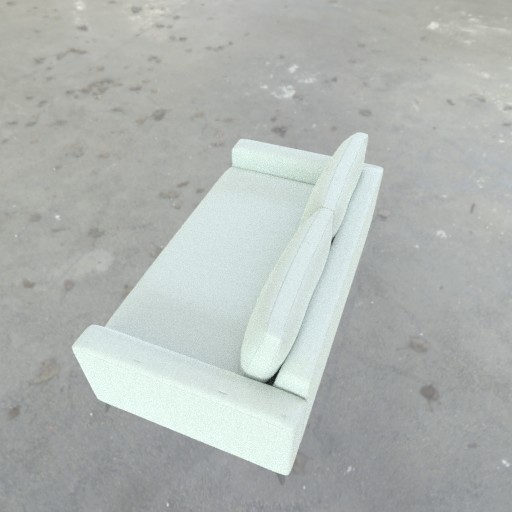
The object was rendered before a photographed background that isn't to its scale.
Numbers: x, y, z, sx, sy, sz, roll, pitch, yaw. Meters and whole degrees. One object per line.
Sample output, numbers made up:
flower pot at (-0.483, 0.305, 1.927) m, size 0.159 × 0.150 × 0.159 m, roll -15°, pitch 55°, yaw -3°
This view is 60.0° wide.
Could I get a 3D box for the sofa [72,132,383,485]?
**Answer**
sofa at (0.000, 0.000, 2.165) m, size 0.920 × 0.790 × 1.650 m, roll 15°, pitch 47°, yaw 15°
